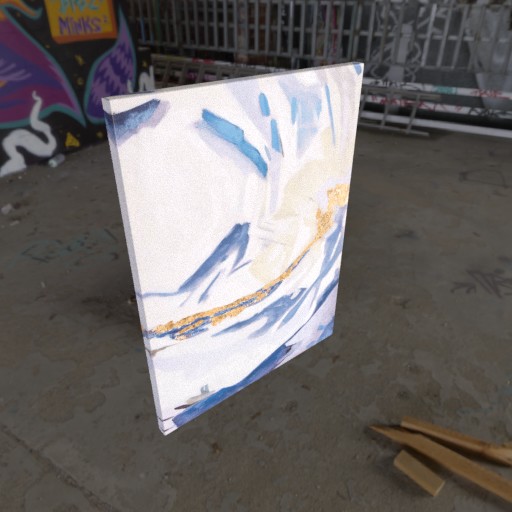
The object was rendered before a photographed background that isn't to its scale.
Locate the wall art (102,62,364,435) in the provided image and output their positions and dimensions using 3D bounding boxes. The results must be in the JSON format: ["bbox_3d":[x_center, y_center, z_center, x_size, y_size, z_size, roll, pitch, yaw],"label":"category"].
[{"bbox_3d":[0.000,0.000,1.336,0.761,1.015,0.038,-23,38,-32],"label":"wall art"}]
